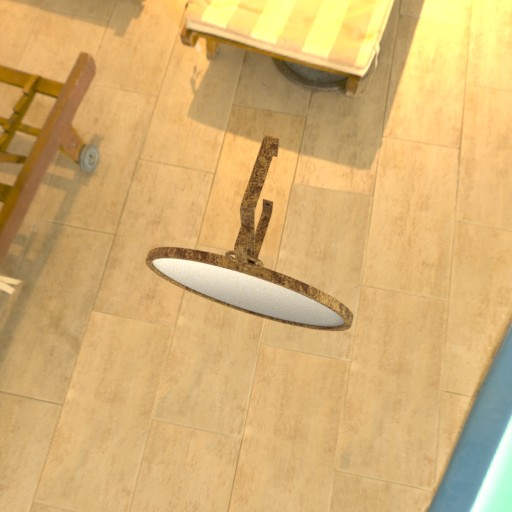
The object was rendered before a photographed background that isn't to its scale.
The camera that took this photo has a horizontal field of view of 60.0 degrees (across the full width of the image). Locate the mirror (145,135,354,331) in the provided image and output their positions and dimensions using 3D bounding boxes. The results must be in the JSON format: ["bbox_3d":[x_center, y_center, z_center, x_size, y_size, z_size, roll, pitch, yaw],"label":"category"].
[{"bbox_3d":[0.000,0.000,0.862,0.447,0.651,0.144,17,75,5],"label":"mirror"}]
